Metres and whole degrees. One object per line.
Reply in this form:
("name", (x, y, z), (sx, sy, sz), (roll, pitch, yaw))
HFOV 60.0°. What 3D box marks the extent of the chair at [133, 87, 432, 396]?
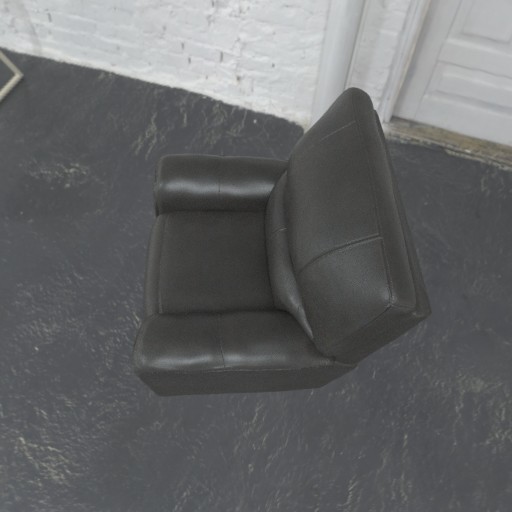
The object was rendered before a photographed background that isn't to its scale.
("chair", (0.000, 0.000, 1.983), (1.087, 1.109, 1.096), (-2, 58, -1))
